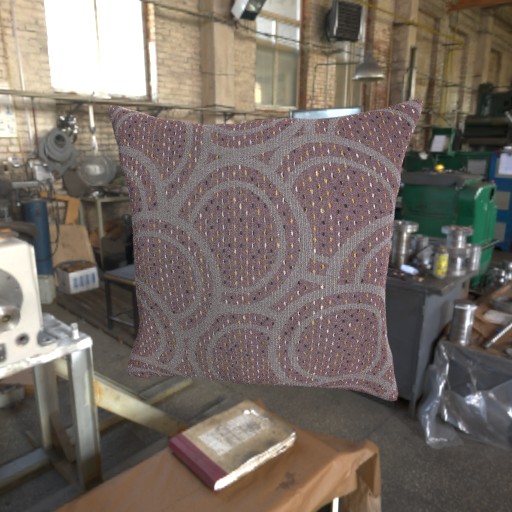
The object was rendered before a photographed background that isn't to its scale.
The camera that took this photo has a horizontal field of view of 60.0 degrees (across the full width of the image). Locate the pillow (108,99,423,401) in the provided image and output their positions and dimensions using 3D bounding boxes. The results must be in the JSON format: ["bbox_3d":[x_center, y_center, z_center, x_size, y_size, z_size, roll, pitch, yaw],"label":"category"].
[{"bbox_3d":[0.000,0.000,0.775,0.514,0.513,0.163,2,14,10],"label":"pillow"}]
